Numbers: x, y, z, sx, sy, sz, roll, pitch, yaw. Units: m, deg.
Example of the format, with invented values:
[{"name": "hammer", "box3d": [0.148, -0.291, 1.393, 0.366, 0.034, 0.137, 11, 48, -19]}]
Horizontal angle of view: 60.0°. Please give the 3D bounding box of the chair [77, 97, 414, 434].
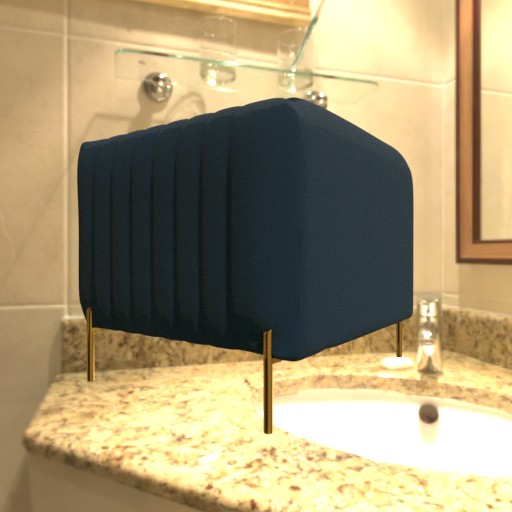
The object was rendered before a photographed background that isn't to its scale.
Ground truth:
[{"name": "chair", "box3d": [0.000, 0.000, 1.582, 0.877, 0.793, 0.947, 0, 1, 36]}]
